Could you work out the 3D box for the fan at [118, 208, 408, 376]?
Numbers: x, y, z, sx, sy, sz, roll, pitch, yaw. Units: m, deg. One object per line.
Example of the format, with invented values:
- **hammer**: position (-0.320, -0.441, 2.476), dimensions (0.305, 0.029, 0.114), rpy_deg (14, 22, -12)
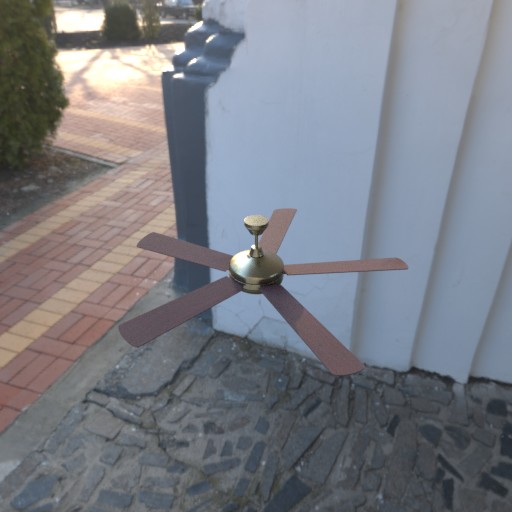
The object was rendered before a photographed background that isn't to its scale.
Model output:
- **fan**: position (0.000, 0.000, 1.985), dimensions (1.321, 0.356, 1.321), rpy_deg (22, 37, 32)
